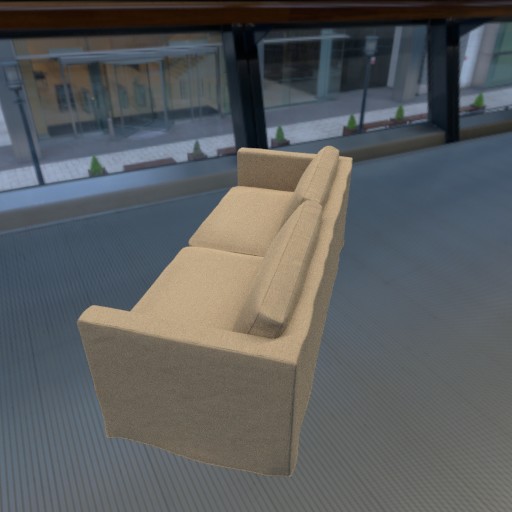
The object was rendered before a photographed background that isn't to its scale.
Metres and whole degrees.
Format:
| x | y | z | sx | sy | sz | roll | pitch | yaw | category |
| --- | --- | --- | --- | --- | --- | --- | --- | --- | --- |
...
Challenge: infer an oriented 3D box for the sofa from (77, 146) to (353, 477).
| x | y | z | sx | sy | sz | roll | pitch | yaw | category |
| --- | --- | --- | --- | --- | --- | --- | --- | --- | --- |
| 0.000 | 0.000 | 2.780 | 0.962 | 0.853 | 2.312 | 8 | 33 | 13 | sofa |
